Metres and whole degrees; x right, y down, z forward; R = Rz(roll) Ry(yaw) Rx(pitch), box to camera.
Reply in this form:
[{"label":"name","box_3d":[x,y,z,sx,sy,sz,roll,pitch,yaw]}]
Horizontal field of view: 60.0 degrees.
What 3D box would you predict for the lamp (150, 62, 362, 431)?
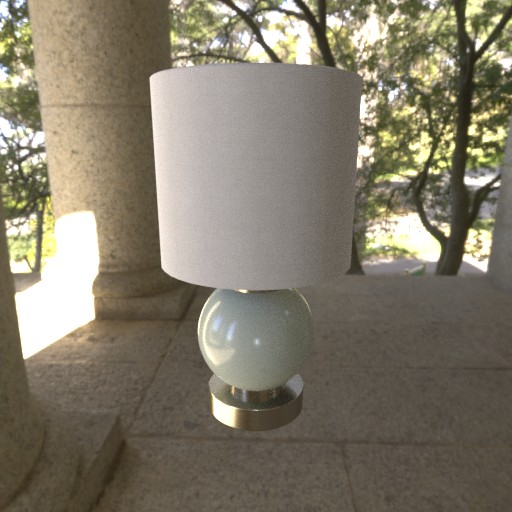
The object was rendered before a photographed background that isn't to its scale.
[{"label":"lamp","box_3d":[0.000,0.000,0.473,0.201,0.353,0.201,-8,17,-27]}]
